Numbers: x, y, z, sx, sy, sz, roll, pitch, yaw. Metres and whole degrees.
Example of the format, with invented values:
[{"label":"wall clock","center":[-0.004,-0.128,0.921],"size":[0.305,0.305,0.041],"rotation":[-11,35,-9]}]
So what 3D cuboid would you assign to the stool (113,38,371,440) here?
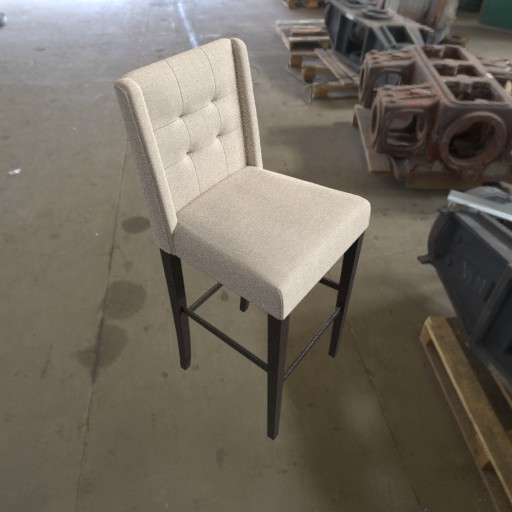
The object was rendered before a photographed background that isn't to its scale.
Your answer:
[{"label":"stool","center":[0.000,0.000,1.385],"size":[0.509,1.116,0.474],"rotation":[26,48,27]}]
